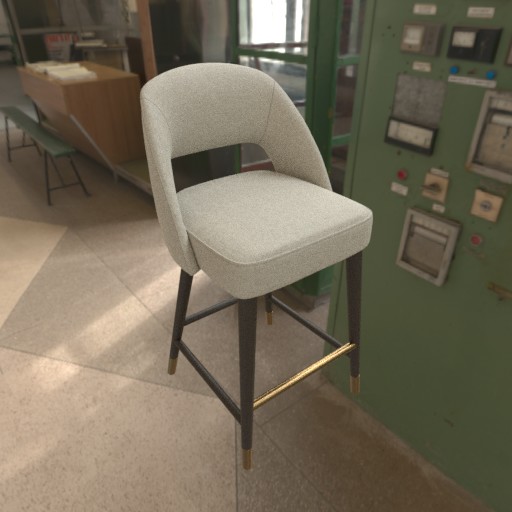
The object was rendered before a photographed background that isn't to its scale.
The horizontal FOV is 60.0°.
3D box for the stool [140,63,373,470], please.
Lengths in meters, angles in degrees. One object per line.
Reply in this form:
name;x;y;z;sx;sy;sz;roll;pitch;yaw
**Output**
stool;0.000;0.000;1.232;0.494;0.940;0.509;-21;37;-31
